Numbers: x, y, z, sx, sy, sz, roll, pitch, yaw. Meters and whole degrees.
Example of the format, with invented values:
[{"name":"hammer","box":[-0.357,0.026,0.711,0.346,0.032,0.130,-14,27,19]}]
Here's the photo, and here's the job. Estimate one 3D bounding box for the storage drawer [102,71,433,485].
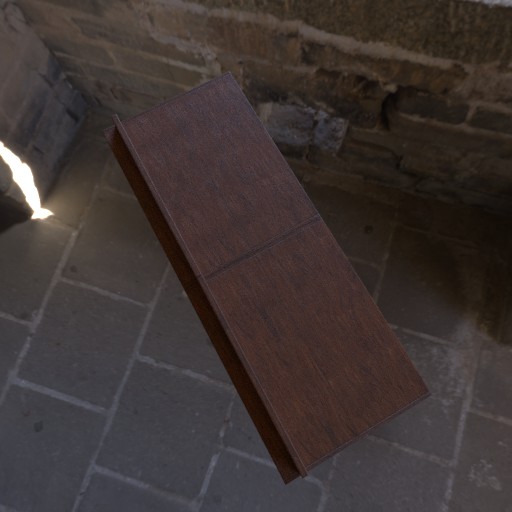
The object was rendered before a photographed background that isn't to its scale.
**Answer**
[{"name":"storage drawer","box":[0.000,0.000,2.223,0.774,0.339,1.914,-28,77,-7]}]
